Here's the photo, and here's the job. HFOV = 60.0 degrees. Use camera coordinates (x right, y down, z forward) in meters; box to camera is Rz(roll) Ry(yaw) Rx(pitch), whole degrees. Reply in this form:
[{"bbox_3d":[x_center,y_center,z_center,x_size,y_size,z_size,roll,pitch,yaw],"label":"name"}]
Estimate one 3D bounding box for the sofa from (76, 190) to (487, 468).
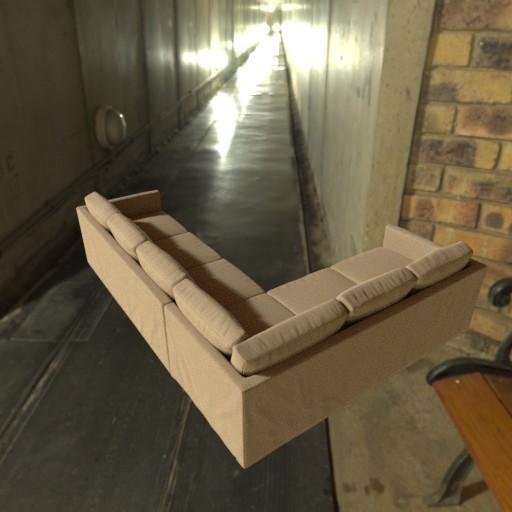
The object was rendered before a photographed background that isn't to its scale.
[{"bbox_3d":[0.000,0.000,4.272,2.432,0.871,3.182,-19,34,-30],"label":"sofa"}]
